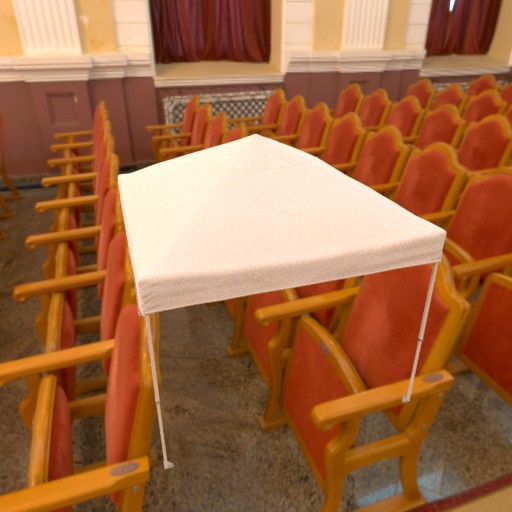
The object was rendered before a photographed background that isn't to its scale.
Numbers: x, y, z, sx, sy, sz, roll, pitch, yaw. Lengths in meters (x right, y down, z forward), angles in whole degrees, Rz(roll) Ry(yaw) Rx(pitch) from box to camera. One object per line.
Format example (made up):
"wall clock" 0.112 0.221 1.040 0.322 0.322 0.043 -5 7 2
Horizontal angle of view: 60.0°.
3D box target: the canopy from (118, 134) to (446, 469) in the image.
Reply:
"canopy" 0.000 0.000 5.531 2.996 2.997 2.998 -9 29 -16
